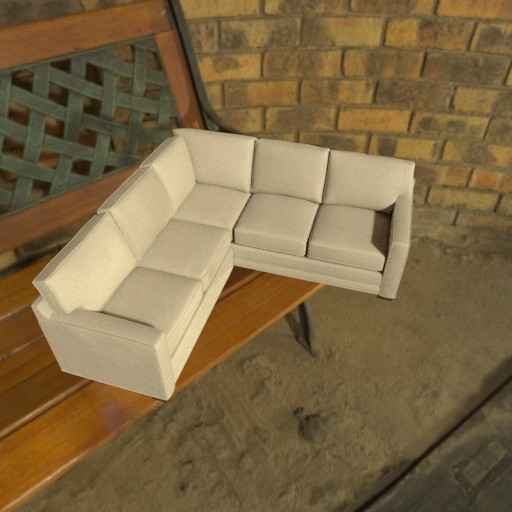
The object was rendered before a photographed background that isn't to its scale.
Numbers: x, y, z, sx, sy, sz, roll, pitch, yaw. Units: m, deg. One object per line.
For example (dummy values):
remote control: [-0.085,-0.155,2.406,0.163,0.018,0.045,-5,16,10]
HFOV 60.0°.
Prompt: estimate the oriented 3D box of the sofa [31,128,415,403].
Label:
sofa: [0.000,0.000,3.350,2.189,0.939,2.182,11,42,13]
